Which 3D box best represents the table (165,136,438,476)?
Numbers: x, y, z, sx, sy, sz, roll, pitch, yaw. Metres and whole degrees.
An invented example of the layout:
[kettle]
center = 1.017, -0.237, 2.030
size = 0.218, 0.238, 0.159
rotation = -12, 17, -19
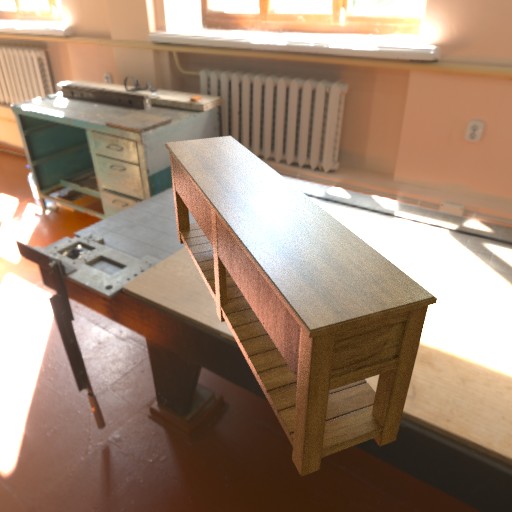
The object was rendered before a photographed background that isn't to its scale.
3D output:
[table]
center = 0.000, 0.000, 2.083
size = 0.425, 0.635, 1.815
rotation = -11, 32, -19
